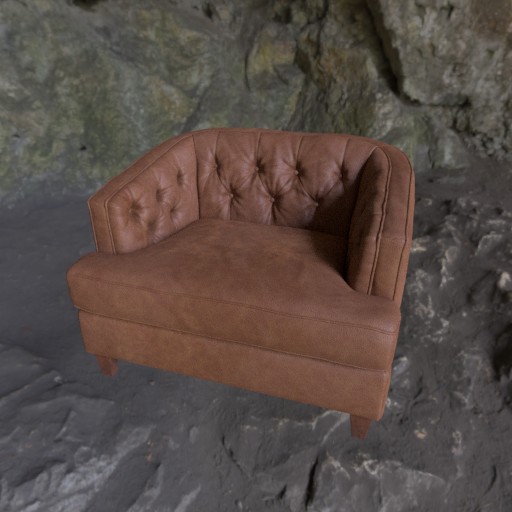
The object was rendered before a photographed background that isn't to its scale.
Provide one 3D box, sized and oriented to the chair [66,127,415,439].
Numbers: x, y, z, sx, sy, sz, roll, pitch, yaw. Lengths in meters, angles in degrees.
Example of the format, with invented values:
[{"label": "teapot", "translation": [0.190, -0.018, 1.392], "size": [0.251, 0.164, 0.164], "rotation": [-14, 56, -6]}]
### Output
[{"label": "chair", "translation": [0.000, 0.000, 1.752], "size": [1.119, 0.836, 0.911], "rotation": [8, 27, 16]}]
